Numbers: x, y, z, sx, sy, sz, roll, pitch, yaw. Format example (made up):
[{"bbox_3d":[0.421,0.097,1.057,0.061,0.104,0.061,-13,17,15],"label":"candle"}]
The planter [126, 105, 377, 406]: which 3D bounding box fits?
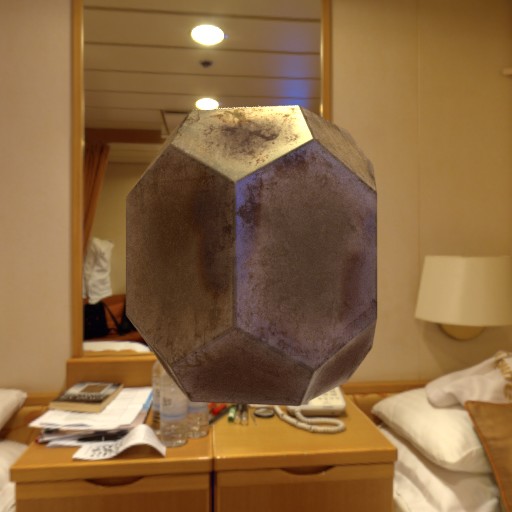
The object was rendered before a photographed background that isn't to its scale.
[{"bbox_3d":[0.000,0.000,0.429,0.243,0.238,0.221,0,0,37],"label":"planter"}]
